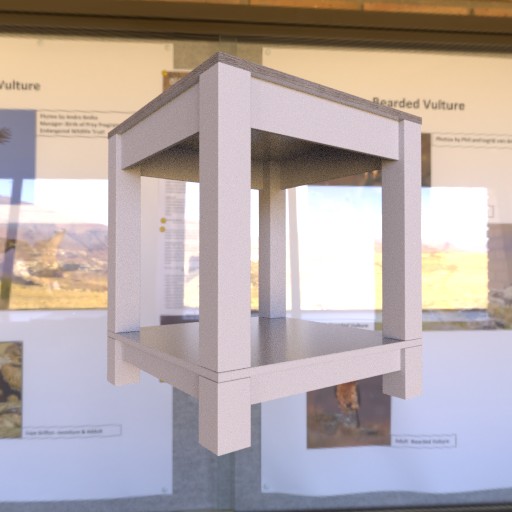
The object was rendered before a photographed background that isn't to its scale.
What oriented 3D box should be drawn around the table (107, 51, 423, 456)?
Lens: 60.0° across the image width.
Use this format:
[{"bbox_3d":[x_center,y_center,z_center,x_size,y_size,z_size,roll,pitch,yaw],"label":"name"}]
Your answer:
[{"bbox_3d":[0.000,0.000,0.995,0.504,0.587,0.506,1,-1,-36],"label":"table"}]
